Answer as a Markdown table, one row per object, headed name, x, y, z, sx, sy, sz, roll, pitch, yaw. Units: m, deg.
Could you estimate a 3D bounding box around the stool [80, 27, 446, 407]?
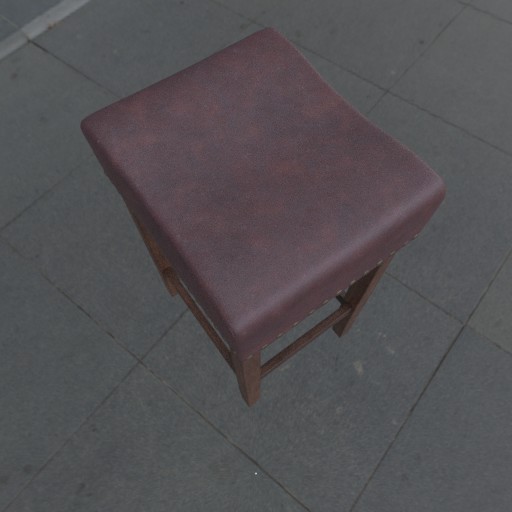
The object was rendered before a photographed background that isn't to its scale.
| name | x | y | z | sx | sy | sz | roll | pitch | yaw |
| --- | --- | --- | --- | --- | --- | --- | --- | --- | --- |
| stool | 0.000 | 0.000 | 1.029 | 0.401 | 0.769 | 0.465 | -33 | 68 | -15 |
